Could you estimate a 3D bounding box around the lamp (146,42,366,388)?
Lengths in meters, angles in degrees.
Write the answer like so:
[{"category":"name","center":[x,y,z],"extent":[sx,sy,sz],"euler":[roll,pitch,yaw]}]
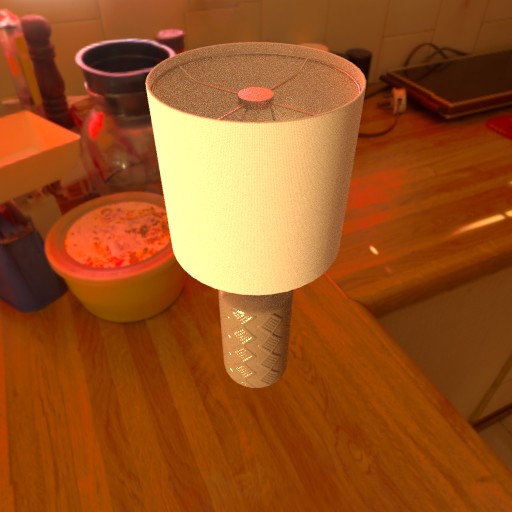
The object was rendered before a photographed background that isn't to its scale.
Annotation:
[{"category":"lamp","center":[0.000,0.000,0.575],"extent":[0.207,0.461,0.207],"euler":[25,47,25]}]
